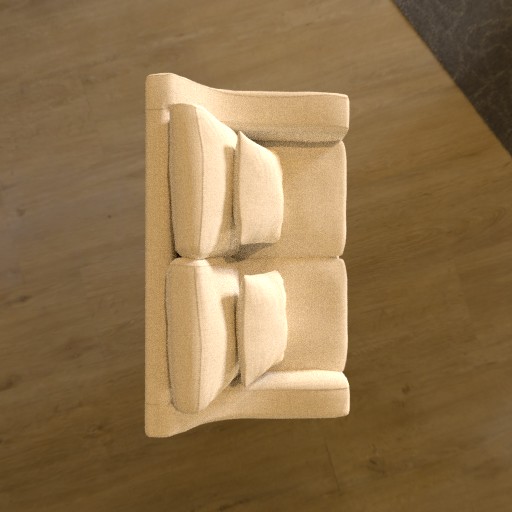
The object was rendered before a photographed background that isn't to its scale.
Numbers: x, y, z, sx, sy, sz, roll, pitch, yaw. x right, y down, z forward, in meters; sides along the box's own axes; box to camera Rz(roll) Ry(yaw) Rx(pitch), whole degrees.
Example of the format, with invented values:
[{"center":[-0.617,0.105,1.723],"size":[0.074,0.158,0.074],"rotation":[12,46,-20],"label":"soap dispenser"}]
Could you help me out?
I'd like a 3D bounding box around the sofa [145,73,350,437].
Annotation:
[{"center":[0.000,0.000,2.409],"size":[1.040,1.047,1.744],"rotation":[0,90,0],"label":"sofa"}]
